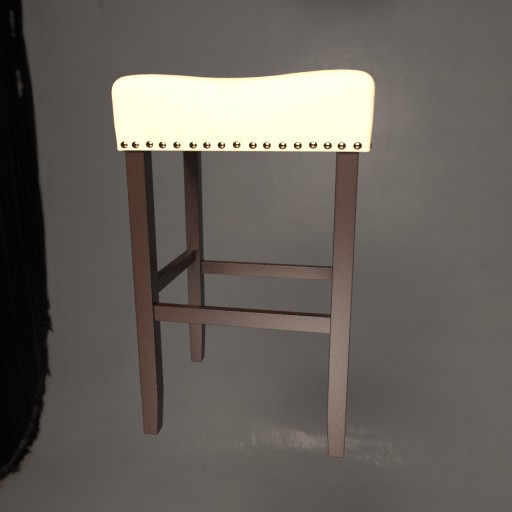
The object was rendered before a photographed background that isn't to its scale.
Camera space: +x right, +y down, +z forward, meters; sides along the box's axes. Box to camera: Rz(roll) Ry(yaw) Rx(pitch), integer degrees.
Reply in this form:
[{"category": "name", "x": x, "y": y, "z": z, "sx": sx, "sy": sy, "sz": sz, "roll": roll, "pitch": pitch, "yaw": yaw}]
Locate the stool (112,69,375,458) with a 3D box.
[{"category": "stool", "x": 0.000, "y": 0.000, "z": 1.042, "sx": 0.471, "sy": 0.762, "sz": 0.401, "roll": 3, "pitch": 15, "yaw": 10}]
